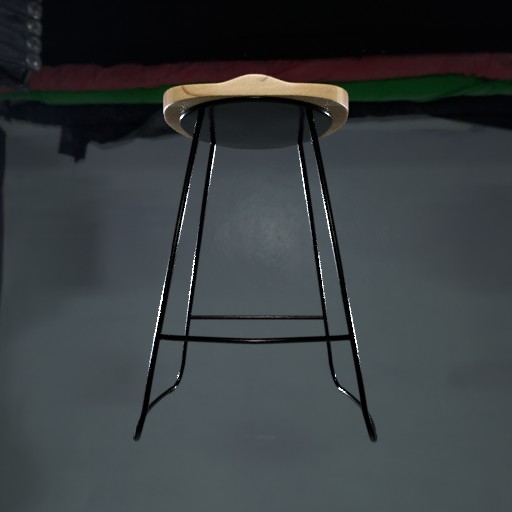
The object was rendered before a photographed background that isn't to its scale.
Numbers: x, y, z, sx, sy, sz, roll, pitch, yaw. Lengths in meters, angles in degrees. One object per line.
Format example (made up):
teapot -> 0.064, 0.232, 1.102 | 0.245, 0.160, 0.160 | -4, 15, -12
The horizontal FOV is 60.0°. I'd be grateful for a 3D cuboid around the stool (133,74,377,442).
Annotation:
stool -> 0.000, 0.000, 0.967 | 0.480, 0.679, 0.401 | 0, -2, 1
